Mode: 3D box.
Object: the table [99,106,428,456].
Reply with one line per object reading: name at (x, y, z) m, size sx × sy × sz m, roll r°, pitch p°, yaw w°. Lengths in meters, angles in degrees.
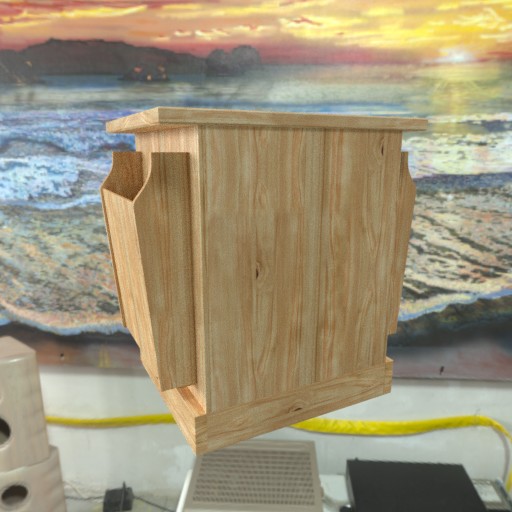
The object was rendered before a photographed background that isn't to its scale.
table at (0.000, 0.000, 0.878) m, size 0.530 × 0.515 × 0.380 m, roll -7°, pitch 15°, yaw -27°
